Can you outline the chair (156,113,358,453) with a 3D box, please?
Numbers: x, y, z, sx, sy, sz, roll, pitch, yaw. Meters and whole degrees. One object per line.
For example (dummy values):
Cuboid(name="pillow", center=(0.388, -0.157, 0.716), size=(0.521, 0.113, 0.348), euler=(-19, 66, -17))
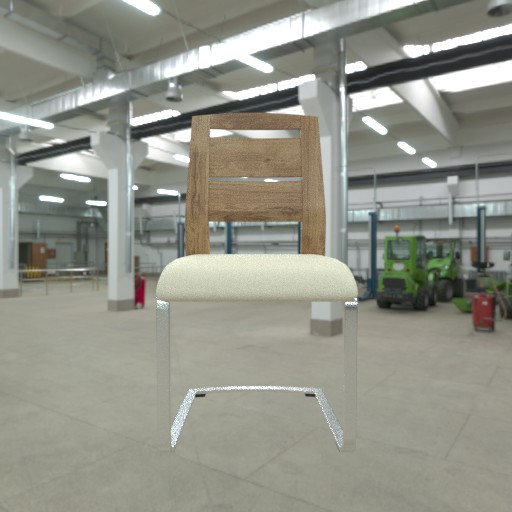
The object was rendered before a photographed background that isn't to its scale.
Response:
Cuboid(name="chair", center=(0.000, 0.000, 1.257), size=(0.457, 0.955, 0.561), euler=(0, 0, -1))
